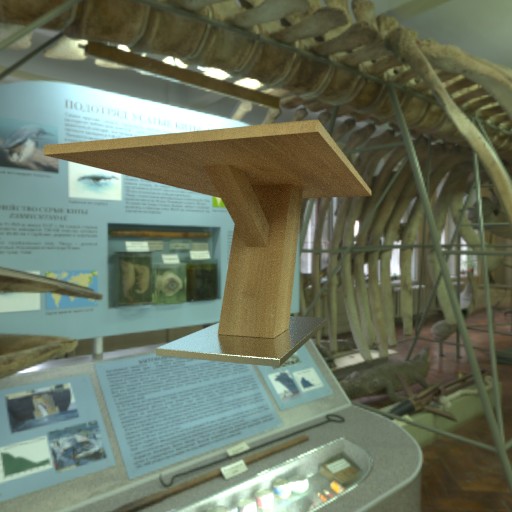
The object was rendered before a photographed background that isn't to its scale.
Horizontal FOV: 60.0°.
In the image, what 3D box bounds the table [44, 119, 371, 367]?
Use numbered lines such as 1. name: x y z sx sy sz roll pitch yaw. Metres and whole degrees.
1. table: 0.000 0.000 2.053 0.900 0.750 1.600 1 2 19
